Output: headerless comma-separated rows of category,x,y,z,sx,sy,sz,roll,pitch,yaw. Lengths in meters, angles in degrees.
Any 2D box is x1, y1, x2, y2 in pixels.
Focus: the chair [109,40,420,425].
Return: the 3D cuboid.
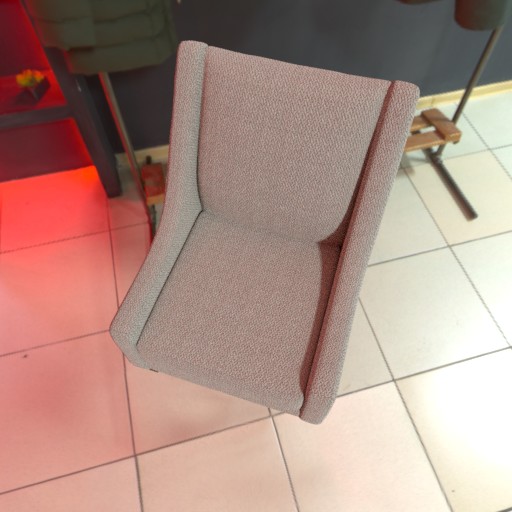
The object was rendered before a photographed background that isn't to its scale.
chair,0.000,0.000,1.566,0.774,1.014,0.870,15,60,9
